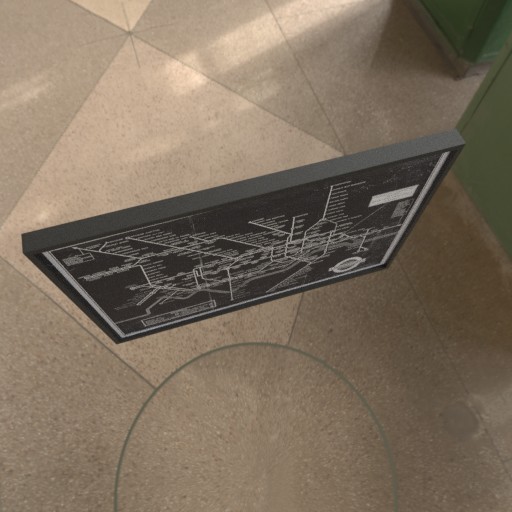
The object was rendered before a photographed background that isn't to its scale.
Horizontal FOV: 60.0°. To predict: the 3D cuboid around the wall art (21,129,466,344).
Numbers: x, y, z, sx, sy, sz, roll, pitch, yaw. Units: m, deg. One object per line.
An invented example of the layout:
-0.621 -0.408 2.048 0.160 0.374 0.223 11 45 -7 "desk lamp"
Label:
0.000 0.000 0.565 0.443 0.301 0.021 -15 64 -7 "wall art"
